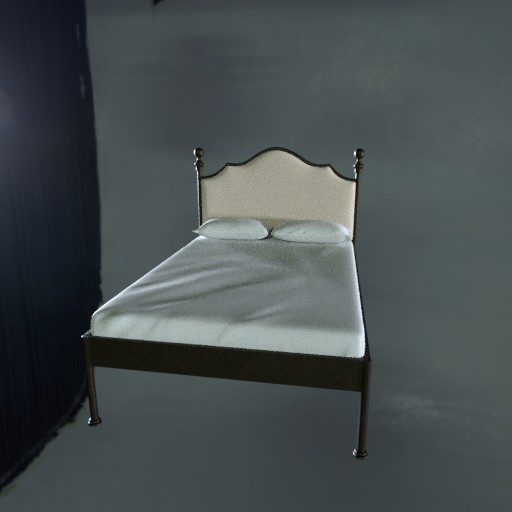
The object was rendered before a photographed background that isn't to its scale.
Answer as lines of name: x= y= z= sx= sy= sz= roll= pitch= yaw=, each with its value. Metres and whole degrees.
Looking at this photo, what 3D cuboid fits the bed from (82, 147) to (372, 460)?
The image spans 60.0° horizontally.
bed: x=0.000 y=0.000 z=3.159 sx=1.533 sy=1.462 sz=2.170 roll=3 pitch=15 yaw=10
